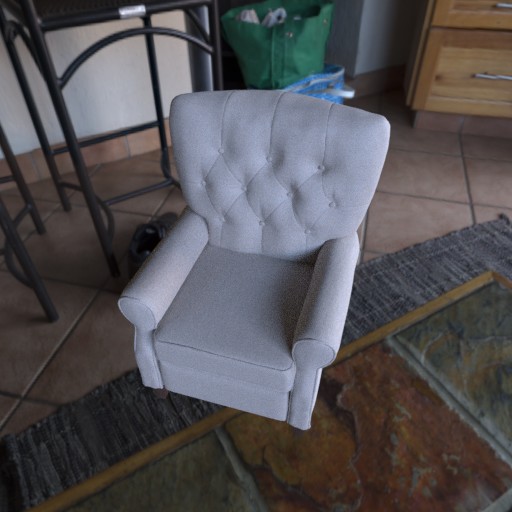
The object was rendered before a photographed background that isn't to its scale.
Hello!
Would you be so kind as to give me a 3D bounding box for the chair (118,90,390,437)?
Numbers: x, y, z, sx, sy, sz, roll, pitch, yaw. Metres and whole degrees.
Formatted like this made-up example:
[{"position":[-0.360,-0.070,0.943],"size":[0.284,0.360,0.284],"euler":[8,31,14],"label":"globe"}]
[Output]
[{"position":[0.000,0.000,1.986],"size":[0.942,1.209,1.025],"euler":[11,42,12],"label":"chair"}]
